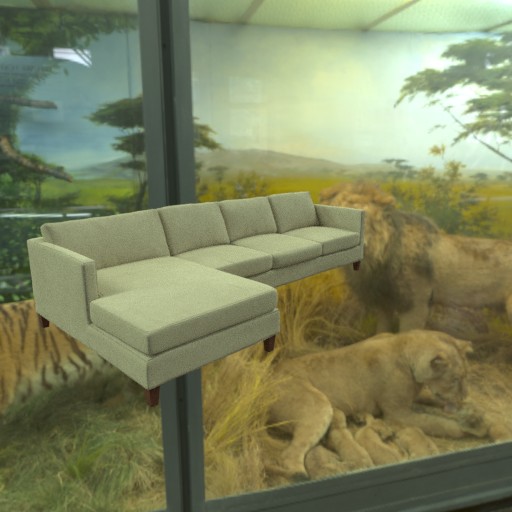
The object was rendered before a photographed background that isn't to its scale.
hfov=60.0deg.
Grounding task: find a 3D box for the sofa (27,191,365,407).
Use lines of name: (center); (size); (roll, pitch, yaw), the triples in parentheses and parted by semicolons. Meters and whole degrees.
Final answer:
sofa: (0.000, 0.000, 3.855); (1.625, 0.846, 3.186); (13, 19, 43)
